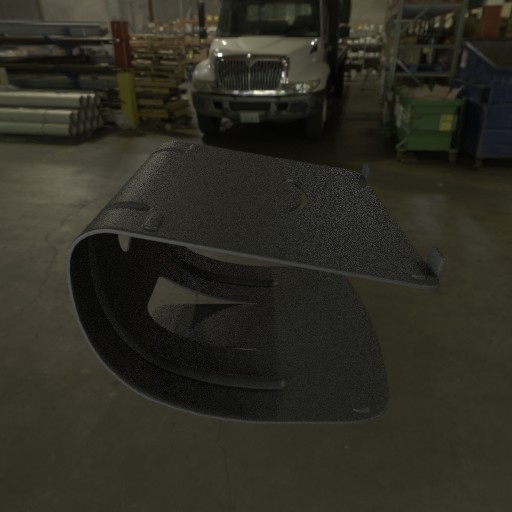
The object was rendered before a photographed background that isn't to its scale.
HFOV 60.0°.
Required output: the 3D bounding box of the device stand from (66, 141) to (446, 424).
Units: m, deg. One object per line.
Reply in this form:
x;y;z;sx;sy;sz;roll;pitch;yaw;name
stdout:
0.000;0.000;0.400;0.236;0.155;0.256;0;27;0;device stand
